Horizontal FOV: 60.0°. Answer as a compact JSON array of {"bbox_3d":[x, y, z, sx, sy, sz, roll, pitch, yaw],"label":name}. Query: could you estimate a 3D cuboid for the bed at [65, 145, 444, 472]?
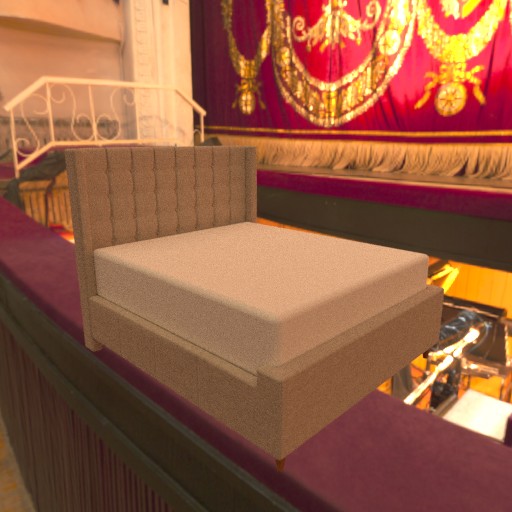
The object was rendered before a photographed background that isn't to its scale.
[{"bbox_3d":[0.000,0.000,3.693,2.370,1.743,2.045,14,20,43],"label":"bed"}]
